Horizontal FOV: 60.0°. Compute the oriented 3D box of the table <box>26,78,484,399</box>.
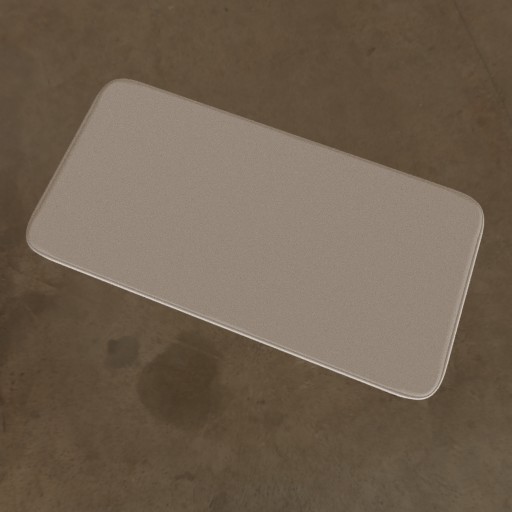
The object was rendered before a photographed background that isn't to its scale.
[{"bbox_3d":[0.000,0.000,1.614,1.219,0.729,0.610,20,76,5],"label":"table"}]
